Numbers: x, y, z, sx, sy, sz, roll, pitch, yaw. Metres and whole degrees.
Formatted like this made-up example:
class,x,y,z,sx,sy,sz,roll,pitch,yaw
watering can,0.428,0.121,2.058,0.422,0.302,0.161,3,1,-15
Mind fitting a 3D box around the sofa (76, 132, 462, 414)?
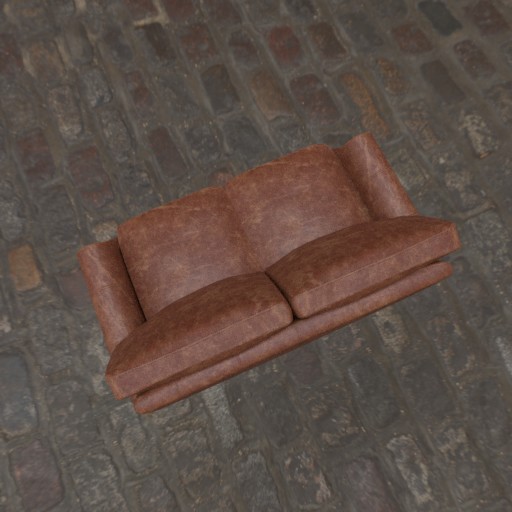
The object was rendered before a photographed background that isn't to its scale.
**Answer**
class,x,y,z,sx,sy,sz,roll,pitch,yaw
sofa,0.000,0.000,2.232,1.616,0.967,0.990,-23,77,-6
